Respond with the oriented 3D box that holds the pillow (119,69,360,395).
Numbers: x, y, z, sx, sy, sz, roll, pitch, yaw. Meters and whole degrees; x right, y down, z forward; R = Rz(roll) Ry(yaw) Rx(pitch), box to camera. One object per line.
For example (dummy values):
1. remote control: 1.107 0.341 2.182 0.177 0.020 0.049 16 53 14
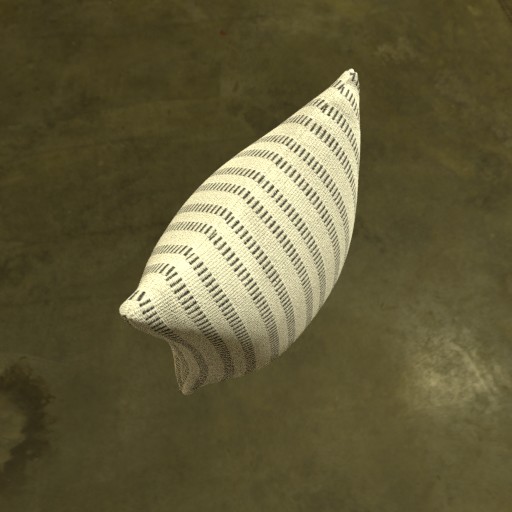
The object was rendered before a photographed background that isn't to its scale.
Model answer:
1. pillow: 0.000 0.000 0.693 0.247 0.419 0.438 34 69 16
